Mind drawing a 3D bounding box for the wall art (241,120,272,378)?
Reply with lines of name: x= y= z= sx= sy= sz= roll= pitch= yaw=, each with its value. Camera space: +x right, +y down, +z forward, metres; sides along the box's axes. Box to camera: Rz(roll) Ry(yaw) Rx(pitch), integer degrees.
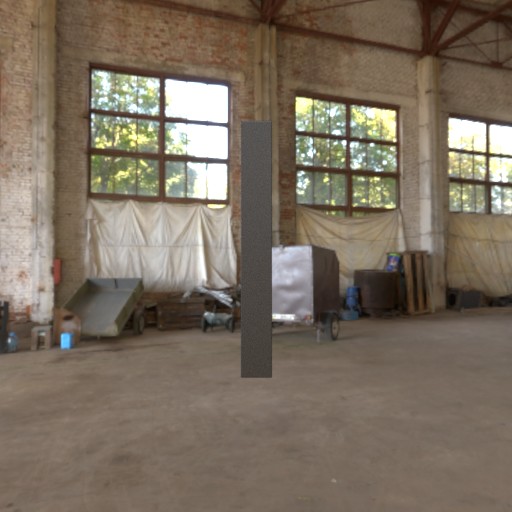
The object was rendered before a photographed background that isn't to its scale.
wall art: x=0.000 y=0.000 z=0.953 sx=0.037 sy=0.303 sz=0.860 roll=0 pitch=-1 yaw=0
